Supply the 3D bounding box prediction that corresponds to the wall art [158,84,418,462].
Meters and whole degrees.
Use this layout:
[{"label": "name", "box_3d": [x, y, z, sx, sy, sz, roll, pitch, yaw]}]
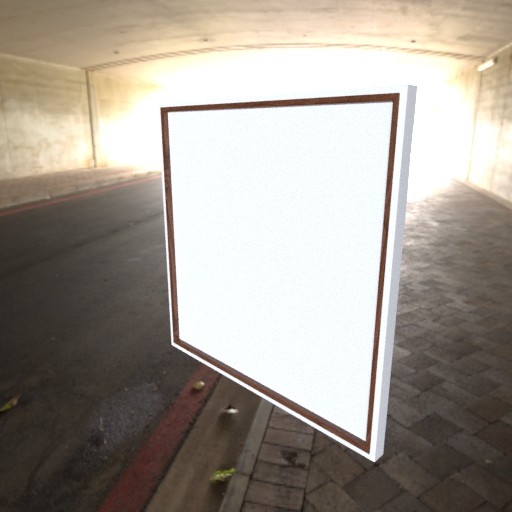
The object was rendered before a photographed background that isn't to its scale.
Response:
[{"label": "wall art", "box_3d": [0.000, 0.000, 1.483, 0.049, 1.009, 1.009, -15, 22, -43]}]
